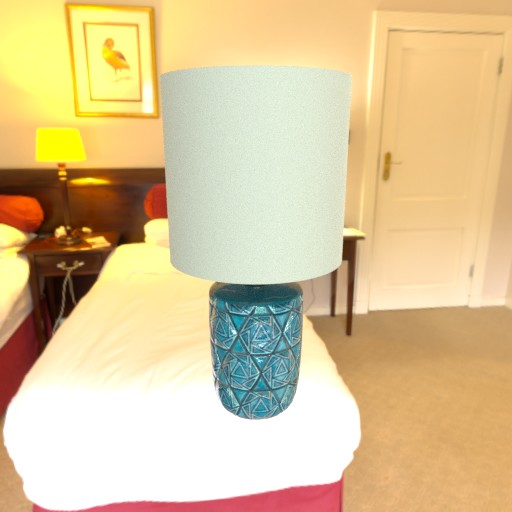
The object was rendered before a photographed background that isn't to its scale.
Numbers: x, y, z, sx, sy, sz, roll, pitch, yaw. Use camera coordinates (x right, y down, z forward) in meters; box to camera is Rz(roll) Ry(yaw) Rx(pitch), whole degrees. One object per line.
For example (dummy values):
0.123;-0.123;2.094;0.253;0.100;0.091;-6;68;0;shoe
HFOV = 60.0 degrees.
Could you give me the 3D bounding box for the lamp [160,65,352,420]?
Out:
0.000;0.000;0.505;0.193;0.377;0.193;15;22;42;lamp
